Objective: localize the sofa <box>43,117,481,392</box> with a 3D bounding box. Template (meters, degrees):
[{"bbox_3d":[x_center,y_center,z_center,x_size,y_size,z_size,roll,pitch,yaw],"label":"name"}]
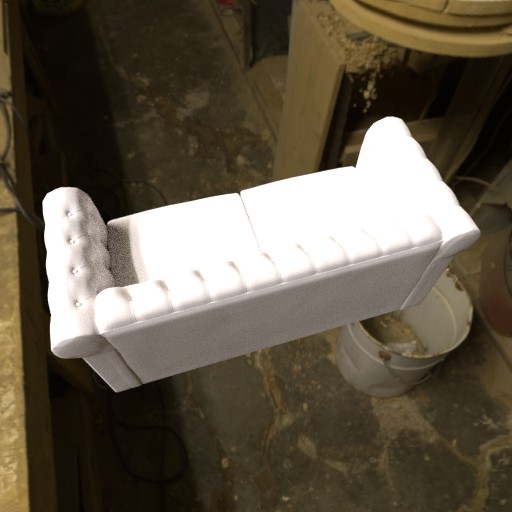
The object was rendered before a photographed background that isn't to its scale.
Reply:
[{"bbox_3d":[0.000,0.000,2.224,1.798,0.796,0.771,-14,59,-9],"label":"sofa"}]
